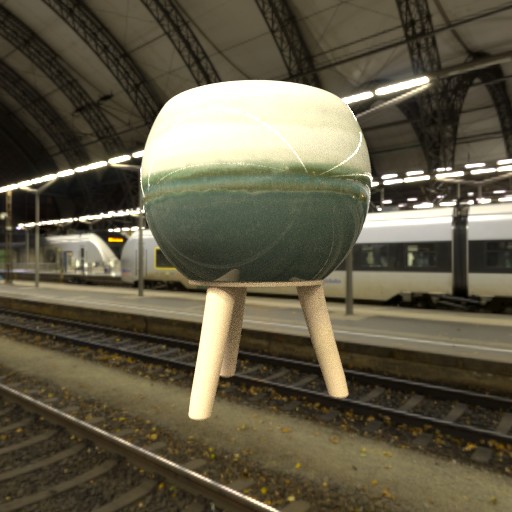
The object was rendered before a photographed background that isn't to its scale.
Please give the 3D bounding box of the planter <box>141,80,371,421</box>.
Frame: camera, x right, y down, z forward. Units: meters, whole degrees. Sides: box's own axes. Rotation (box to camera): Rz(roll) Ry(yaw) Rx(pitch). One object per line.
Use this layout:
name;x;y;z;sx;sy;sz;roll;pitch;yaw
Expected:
planter;0.000;0.000;0.439;0.222;0.278;0.222;0;0;0
